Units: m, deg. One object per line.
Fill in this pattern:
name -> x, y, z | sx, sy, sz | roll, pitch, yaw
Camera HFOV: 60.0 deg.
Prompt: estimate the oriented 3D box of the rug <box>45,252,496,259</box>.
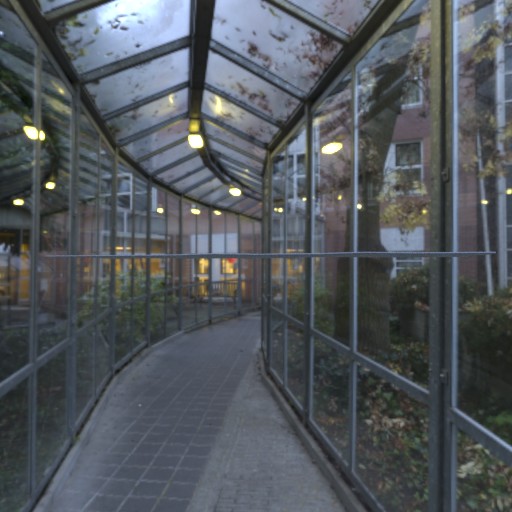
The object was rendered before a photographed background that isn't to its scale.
rug -> 0.000, 0.000, 2.665 | 2.439, 0.013, 0.762 | 0, -1, 18
